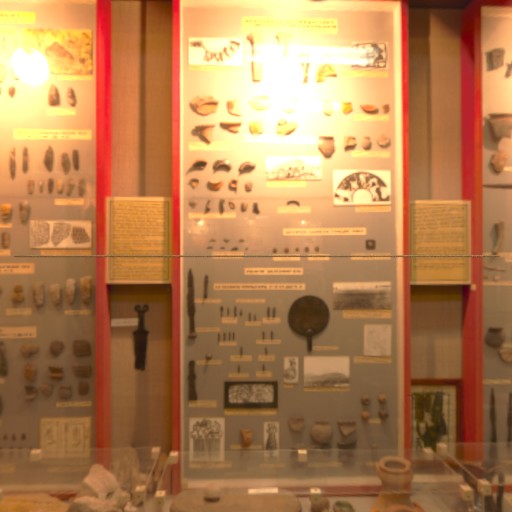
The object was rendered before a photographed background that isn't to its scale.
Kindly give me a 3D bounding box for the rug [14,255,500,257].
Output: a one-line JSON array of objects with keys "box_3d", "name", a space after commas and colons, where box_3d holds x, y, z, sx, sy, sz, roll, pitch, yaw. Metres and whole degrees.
[{"box_3d": [0.000, 0.000, 3.891, 2.980, 0.012, 2.363, 0, 0, -1], "name": "rug"}]
